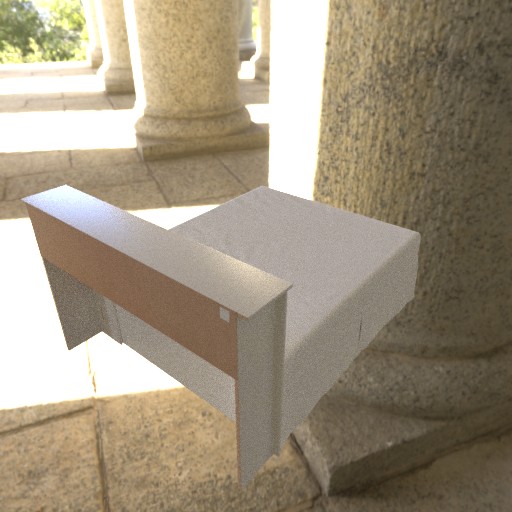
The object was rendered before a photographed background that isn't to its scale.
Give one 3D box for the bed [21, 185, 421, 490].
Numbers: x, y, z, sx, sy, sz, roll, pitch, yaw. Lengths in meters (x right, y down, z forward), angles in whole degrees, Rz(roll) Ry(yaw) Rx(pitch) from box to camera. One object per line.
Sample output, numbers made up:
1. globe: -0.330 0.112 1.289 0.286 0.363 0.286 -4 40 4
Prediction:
1. bed: 0.000 0.000 3.016 1.671 1.092 2.133 23 37 33
